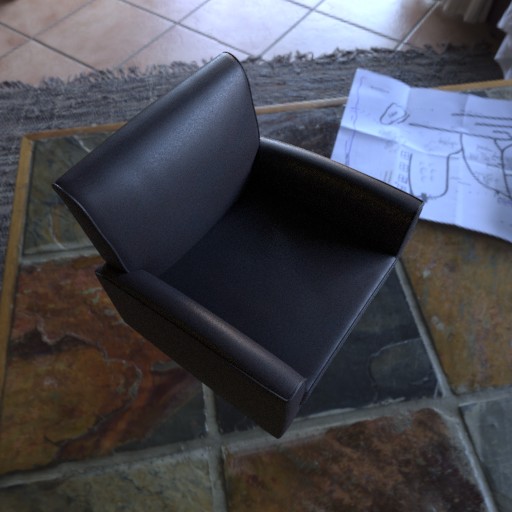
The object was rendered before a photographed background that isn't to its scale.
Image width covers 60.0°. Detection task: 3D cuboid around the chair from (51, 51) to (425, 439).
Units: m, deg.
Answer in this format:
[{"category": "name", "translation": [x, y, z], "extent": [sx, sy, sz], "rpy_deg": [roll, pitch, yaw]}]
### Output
[{"category": "chair", "translation": [0.000, 0.000, 1.561], "extent": [0.819, 0.916, 0.820], "rpy_deg": [32, 63, 19]}]
